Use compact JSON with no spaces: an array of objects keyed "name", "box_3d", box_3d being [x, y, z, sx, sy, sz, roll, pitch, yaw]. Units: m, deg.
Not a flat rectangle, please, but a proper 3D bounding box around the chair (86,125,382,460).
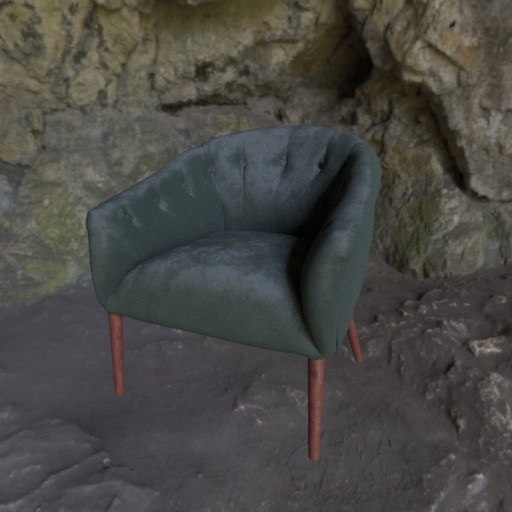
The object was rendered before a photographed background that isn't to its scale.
[{"name":"chair","box_3d":[0.000,0.000,1.530,0.851,0.885,0.776,7,16,26]}]
